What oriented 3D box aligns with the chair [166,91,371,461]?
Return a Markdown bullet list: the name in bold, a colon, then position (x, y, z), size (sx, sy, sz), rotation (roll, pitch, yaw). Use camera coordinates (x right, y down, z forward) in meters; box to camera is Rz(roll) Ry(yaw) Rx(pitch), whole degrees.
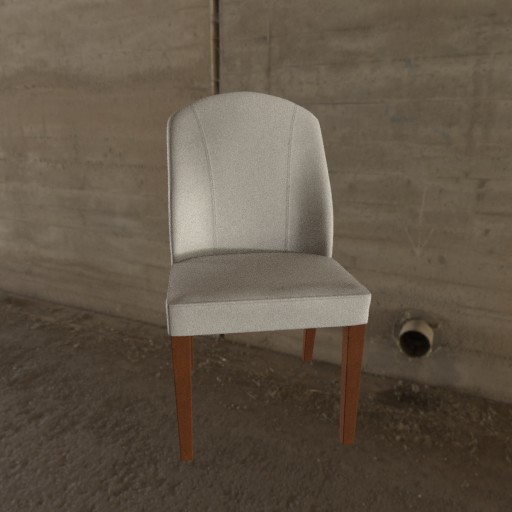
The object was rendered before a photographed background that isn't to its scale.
- **chair**: position (0.000, 0.000, 1.223), size (0.472, 0.893, 0.540), rotation (-2, 16, -8)
